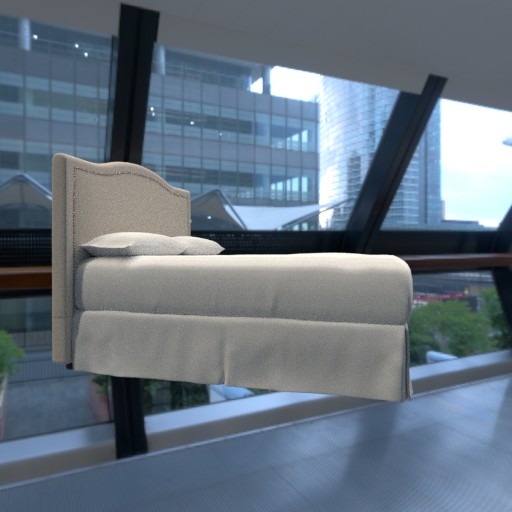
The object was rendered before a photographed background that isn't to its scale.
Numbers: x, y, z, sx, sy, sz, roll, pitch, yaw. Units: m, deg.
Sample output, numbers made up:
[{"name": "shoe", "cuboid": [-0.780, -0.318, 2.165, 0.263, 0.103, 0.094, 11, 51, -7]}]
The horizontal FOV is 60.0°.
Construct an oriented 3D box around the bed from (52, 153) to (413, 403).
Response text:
[{"name": "bed", "cuboid": [0.000, 0.000, 3.266, 2.143, 1.460, 1.753, 0, 0, 18]}]
